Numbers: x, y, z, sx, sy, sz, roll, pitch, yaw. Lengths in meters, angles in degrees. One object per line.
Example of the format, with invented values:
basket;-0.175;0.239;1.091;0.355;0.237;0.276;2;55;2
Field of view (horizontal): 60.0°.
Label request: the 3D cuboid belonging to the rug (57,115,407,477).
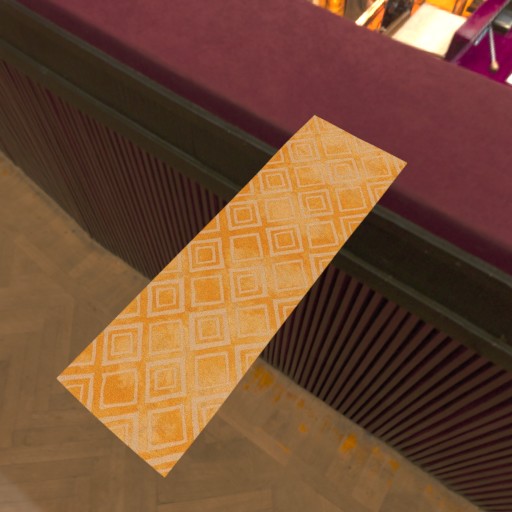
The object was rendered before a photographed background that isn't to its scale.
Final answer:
rug;0.000;0.000;2.669;0.775;0.010;2.438;33;65;18
